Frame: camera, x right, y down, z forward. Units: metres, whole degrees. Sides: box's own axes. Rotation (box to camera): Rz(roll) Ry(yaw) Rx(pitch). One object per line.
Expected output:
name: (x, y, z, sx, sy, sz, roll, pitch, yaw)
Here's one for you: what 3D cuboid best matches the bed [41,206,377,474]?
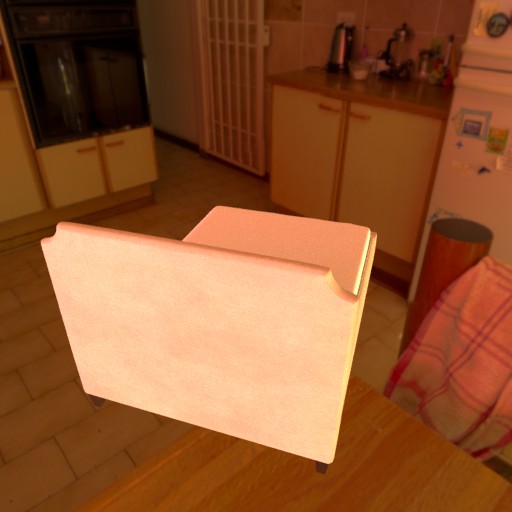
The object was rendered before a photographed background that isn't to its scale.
bed: (0.000, 0.000, 3.408, 1.712, 1.443, 2.372, 10, 33, 16)
